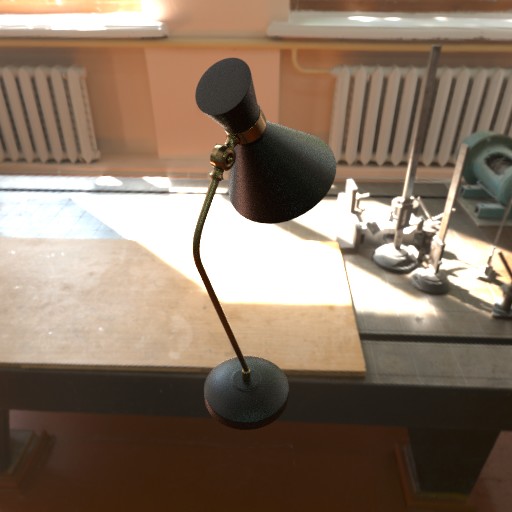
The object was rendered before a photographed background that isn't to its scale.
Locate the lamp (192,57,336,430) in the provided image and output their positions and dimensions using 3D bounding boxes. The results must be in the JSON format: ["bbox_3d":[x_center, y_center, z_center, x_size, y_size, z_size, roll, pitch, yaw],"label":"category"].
[{"bbox_3d":[0.000,0.000,0.767,0.189,0.647,0.292,22,39,31],"label":"lamp"}]
